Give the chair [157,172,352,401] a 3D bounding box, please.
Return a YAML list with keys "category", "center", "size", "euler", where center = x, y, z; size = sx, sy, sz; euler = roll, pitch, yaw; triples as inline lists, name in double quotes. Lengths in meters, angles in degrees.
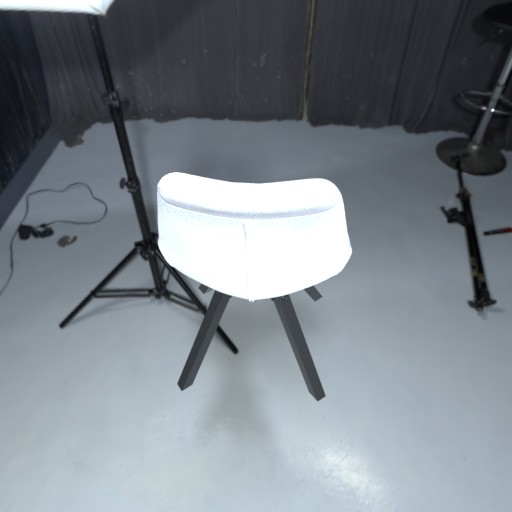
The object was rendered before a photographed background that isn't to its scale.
- category: "chair"
  center: [0.000, 0.000, 1.204]
  size: [0.485, 0.850, 0.550]
  euler: [3, 46, 3]
